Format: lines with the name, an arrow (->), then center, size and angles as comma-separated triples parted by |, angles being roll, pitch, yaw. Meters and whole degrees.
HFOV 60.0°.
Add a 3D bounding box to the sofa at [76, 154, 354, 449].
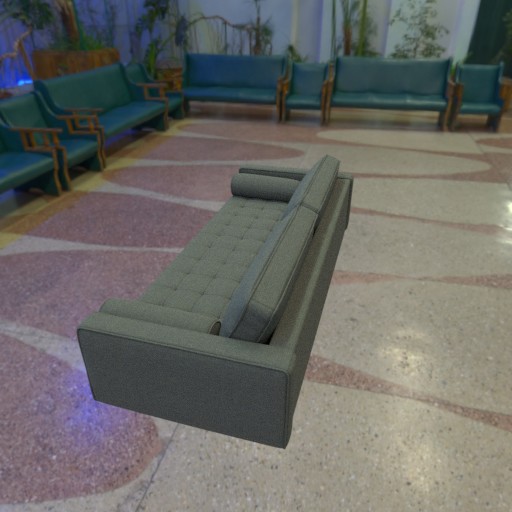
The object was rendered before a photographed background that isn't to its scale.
sofa -> 0.000, 0.000, 2.672 | 0.914, 0.762, 2.198 | 8, 31, 14
